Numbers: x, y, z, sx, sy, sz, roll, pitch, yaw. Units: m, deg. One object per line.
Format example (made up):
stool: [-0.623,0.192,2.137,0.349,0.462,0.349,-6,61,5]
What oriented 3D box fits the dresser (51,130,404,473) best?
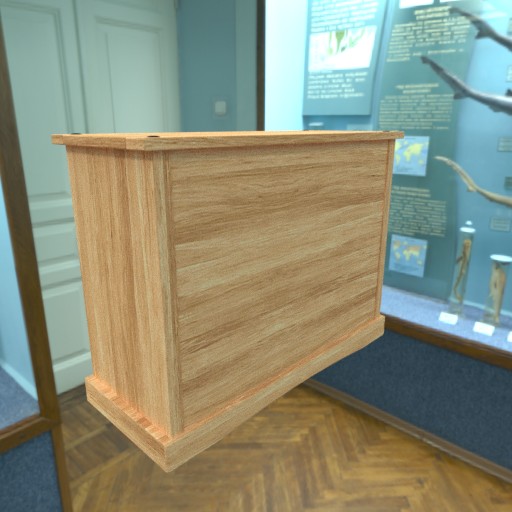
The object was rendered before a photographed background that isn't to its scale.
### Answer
dresser: [0.000,0.000,1.371,0.410,0.740,0.990,16,23,42]
